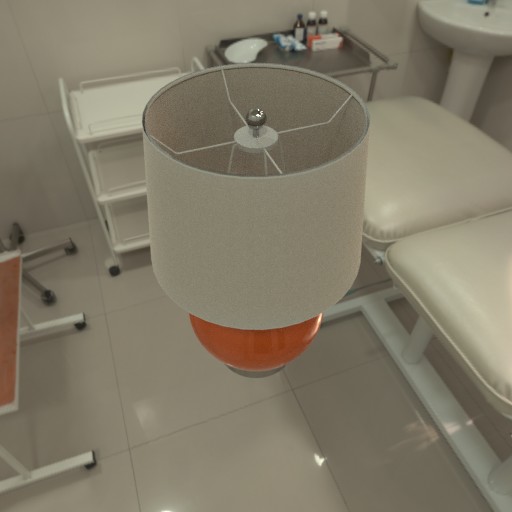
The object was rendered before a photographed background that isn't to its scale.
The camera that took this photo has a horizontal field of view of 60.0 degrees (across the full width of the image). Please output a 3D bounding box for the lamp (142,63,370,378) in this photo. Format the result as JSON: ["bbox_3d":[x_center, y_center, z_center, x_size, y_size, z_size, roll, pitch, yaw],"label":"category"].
[{"bbox_3d":[0.000,0.000,0.544,0.247,0.387,0.247,0,46,0],"label":"lamp"}]
